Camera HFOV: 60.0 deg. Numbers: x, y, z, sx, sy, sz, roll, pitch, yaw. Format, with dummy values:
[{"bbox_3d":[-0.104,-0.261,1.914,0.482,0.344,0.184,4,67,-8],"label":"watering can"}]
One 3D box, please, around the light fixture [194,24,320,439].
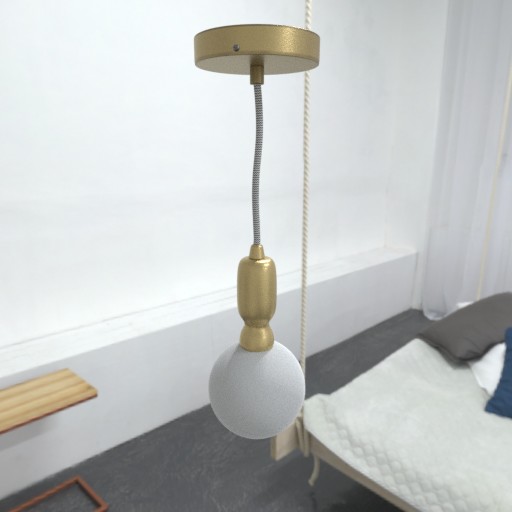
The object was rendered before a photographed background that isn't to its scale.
[{"bbox_3d":[0.000,0.000,0.570,0.146,0.510,0.147,7,16,26],"label":"light fixture"}]
